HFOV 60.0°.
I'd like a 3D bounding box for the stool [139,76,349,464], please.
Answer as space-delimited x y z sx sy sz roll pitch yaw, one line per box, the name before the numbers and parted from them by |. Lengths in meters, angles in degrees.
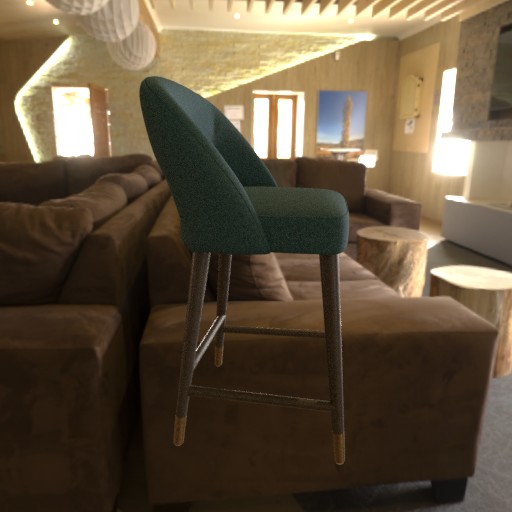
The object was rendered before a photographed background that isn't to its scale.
stool | 0.000 0.000 1.243 0.522 0.939 0.536 2 15 9
